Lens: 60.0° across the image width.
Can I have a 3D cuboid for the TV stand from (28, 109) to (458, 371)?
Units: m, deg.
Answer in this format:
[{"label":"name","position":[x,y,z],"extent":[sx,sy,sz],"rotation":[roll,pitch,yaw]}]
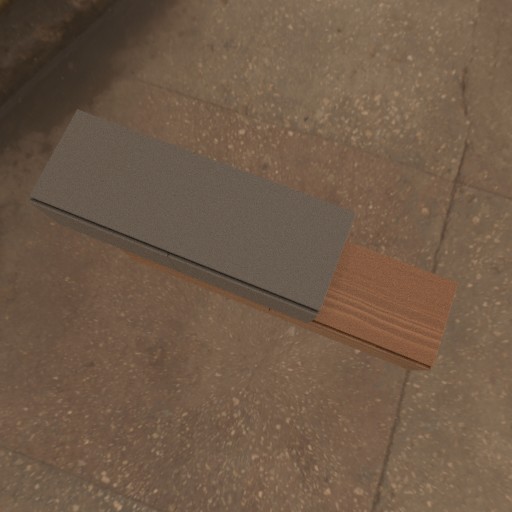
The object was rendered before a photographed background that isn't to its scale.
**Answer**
[{"label":"TV stand","position":[0.000,0.000,1.577],"extent":[1.336,0.591,0.329],"rotation":[21,77,5]}]
